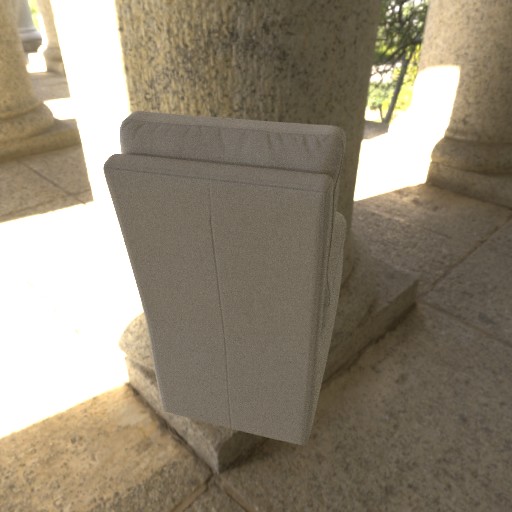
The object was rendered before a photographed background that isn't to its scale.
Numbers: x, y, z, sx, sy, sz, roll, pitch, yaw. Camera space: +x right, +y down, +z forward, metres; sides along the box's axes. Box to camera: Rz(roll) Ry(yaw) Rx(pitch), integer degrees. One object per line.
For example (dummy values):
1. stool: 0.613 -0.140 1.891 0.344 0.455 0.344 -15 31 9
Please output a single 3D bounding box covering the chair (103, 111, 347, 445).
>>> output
1. chair: 0.000 0.000 1.345 0.503 0.927 0.698 9 33 13
